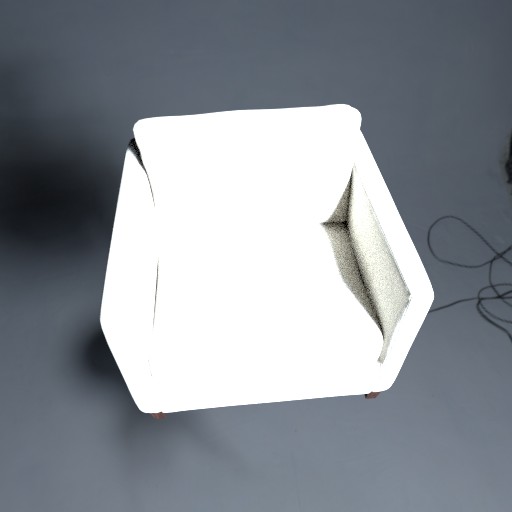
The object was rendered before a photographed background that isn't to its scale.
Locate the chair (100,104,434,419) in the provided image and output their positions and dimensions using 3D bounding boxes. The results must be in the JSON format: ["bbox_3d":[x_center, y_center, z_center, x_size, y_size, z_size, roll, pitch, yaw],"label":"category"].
[{"bbox_3d":[0.000,0.000,1.739,0.996,0.919,0.959,-4,48,-4],"label":"chair"}]
